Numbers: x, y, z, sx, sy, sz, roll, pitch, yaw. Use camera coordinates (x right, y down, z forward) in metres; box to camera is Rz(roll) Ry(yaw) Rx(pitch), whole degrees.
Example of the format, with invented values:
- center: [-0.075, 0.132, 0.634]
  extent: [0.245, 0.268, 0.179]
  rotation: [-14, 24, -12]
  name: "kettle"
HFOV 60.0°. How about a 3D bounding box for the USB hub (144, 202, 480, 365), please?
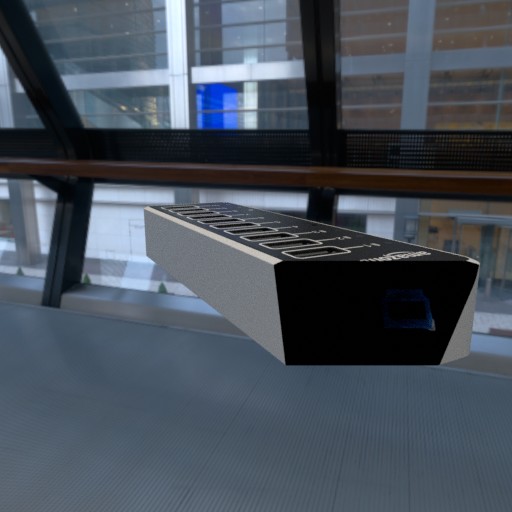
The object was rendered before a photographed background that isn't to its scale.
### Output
- center: [0.000, 0.000, 0.156]
  extent: [0.044, 0.023, 0.145]
  rotation: [-7, 15, -27]
  name: "USB hub"
